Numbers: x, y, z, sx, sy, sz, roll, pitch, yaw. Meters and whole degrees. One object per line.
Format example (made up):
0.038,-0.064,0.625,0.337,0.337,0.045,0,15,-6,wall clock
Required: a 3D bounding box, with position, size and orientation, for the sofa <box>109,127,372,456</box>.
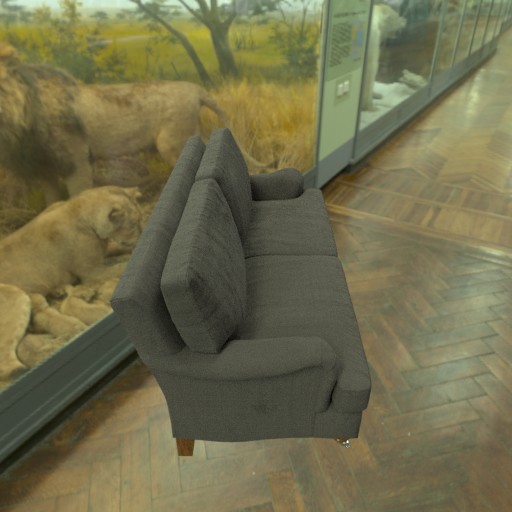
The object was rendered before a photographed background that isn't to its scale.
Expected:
0.000,0.000,2.785,1.086,1.087,2.165,1,32,1,sofa
